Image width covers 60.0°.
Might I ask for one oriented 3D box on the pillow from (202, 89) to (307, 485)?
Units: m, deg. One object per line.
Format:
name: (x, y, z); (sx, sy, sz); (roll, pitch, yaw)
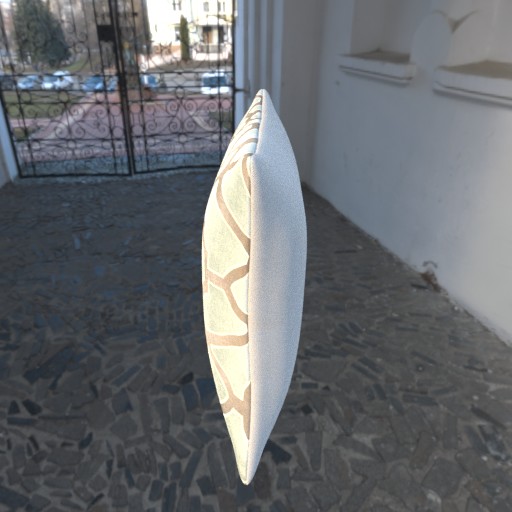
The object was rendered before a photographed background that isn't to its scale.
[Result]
pillow: (0.000, 0.000, 0.802); (0.166, 0.508, 0.552); (1, 28, 2)
